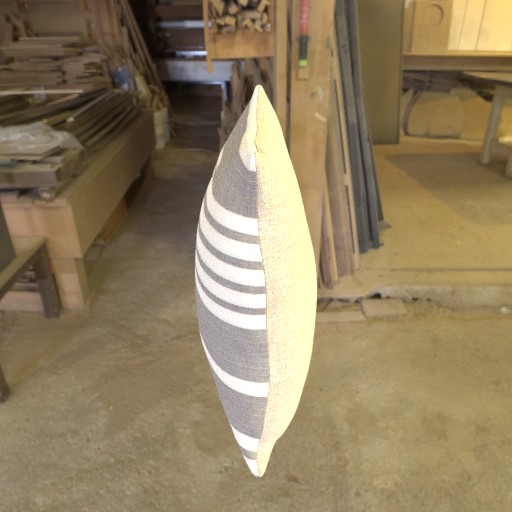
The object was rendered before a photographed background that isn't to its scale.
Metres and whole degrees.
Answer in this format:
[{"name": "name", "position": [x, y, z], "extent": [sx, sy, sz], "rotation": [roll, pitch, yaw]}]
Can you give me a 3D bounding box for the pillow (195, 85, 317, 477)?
[{"name": "pillow", "position": [0.000, 0.000, 0.671], "extent": [0.182, 0.440, 0.439], "rotation": [1, 28, 1]}]
